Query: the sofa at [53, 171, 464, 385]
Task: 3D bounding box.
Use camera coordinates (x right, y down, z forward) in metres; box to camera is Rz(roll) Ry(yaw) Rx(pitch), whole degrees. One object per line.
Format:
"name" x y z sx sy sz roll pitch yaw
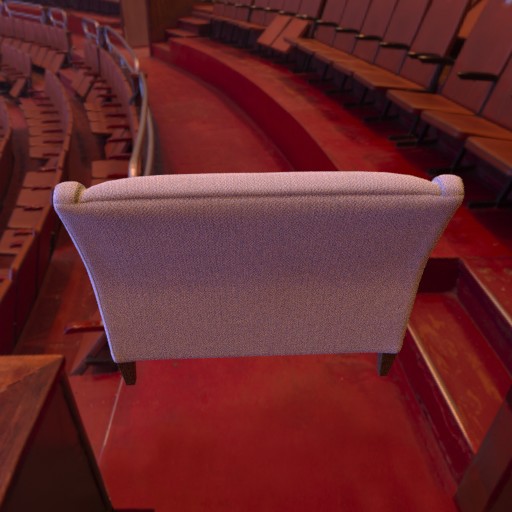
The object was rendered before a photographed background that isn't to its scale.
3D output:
"sofa" 0.000 0.000 1.905 1.242 1.022 0.870 -1 32 -2
